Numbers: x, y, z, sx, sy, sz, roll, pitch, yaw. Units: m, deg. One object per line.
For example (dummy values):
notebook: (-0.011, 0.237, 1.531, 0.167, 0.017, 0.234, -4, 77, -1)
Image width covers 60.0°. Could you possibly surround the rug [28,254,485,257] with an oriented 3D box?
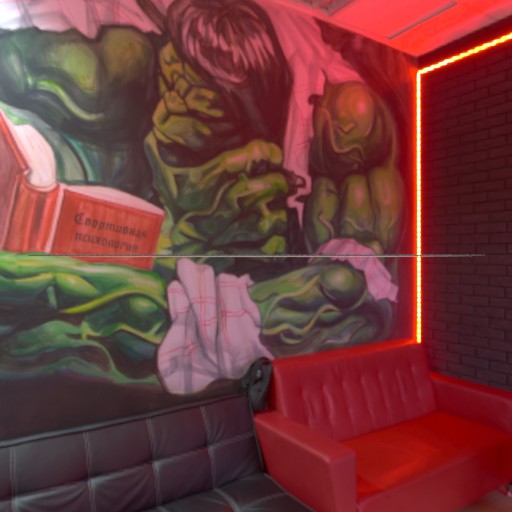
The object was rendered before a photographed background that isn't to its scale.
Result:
rug: (0.000, 0.000, 5.244, 3.957, 0.011, 2.894, 0, 0, -1)
